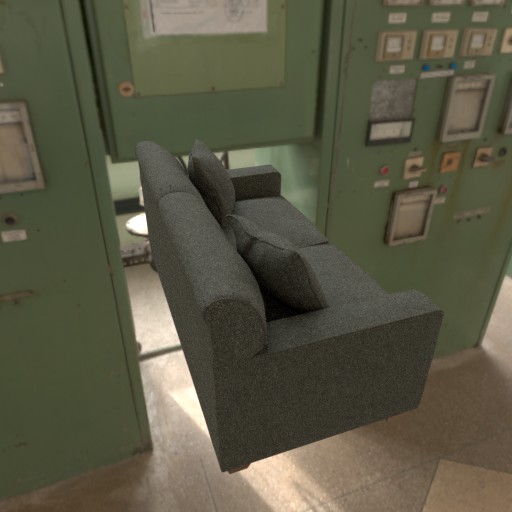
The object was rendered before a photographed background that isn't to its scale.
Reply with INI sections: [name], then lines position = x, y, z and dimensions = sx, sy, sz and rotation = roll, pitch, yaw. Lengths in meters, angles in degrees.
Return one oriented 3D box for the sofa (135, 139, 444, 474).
[sofa]
position = 0.000, 0.000, 2.427
dimensions = 0.998, 0.958, 1.846
rotation = -10, 32, -17
